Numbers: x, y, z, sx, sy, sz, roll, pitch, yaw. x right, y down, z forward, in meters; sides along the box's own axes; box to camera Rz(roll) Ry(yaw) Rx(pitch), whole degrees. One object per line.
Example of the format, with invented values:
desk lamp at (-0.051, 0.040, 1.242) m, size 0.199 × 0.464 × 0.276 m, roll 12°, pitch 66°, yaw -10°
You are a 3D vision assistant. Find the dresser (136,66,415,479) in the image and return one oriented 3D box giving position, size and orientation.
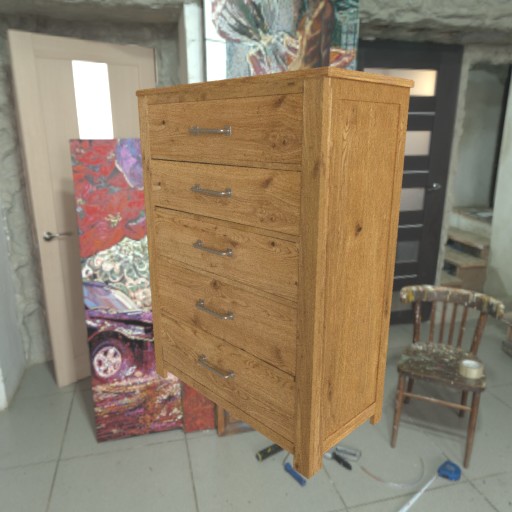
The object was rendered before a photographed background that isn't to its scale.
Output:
dresser at (0.000, 0.000, 1.983) m, size 0.558 × 1.431 × 1.081 m, roll -15°, pitch 21°, yaw -42°
